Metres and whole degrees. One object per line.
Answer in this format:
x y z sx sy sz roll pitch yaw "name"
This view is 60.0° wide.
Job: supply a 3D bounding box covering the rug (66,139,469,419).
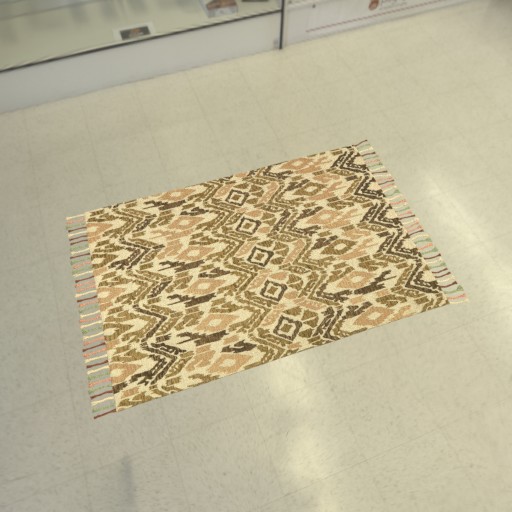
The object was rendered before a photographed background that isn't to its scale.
0.000 0.000 3.052 2.438 0.008 1.524 -16 61 -9 "rug"
